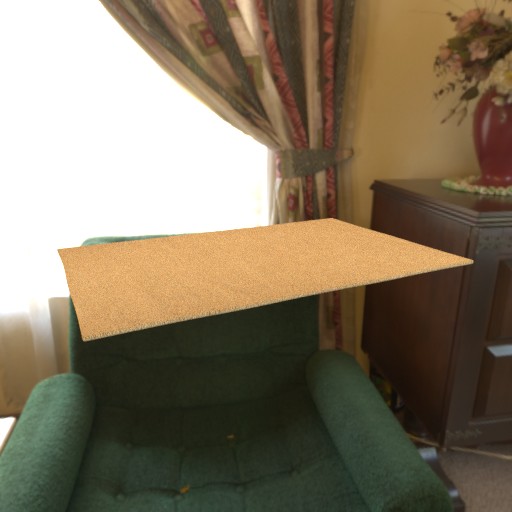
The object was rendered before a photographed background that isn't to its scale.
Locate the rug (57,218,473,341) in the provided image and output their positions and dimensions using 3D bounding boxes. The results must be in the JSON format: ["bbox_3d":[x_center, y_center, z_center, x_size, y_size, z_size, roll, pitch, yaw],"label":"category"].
[{"bbox_3d":[0.000,0.000,2.956,2.346,0.025,1.500,-8,18,-26],"label":"rug"}]
